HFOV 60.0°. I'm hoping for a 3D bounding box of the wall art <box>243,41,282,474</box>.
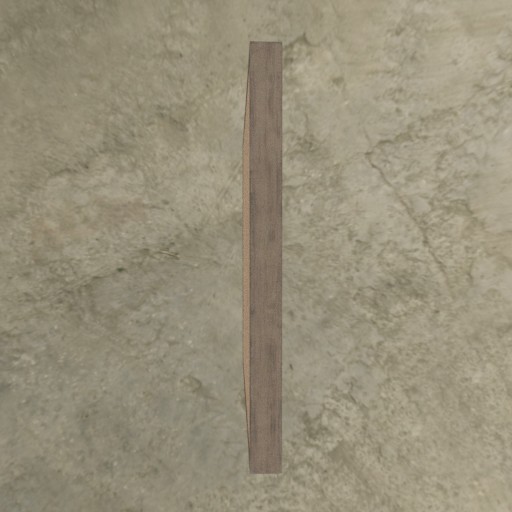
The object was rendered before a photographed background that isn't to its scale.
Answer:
[{"bbox_3d":[0.000,0.000,0.774,0.038,0.508,0.508,0,91,-3],"label":"wall art"}]
